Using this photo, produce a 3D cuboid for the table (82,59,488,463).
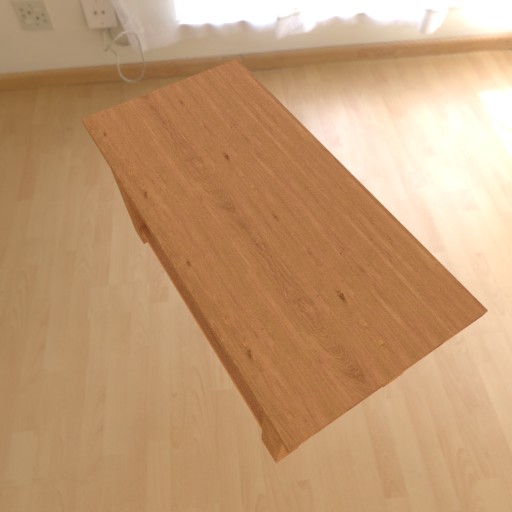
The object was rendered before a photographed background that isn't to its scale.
[{"bbox_3d":[0.000,0.000,1.150,0.450,0.452,0.899,-28,62,-16],"label":"table"}]
